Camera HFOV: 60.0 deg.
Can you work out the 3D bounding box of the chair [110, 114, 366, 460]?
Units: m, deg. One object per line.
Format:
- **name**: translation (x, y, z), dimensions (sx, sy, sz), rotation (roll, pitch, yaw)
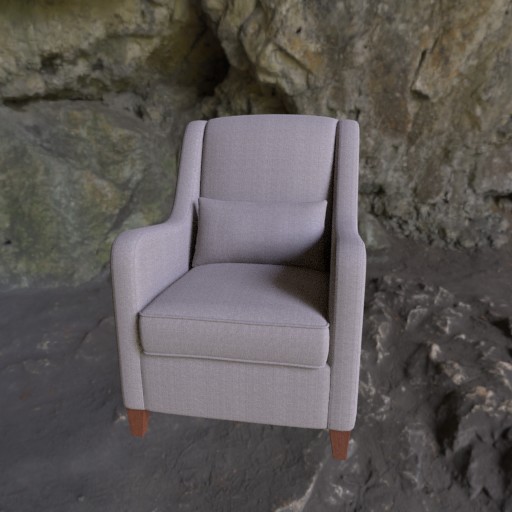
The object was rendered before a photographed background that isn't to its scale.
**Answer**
- **chair**: translation (0.000, 0.000, 1.607), dimensions (0.715, 1.017, 0.890), rotation (2, 15, 9)
